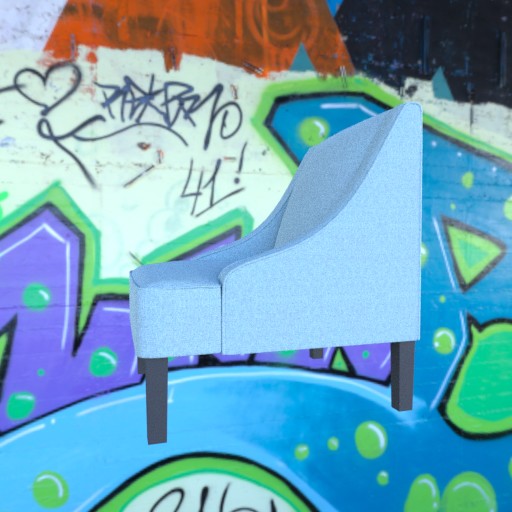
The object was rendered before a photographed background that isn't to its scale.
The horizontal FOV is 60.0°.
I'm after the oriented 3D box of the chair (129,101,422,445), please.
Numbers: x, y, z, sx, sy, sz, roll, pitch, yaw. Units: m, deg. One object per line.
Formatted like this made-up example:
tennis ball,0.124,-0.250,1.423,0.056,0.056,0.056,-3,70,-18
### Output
chair,0.000,0.000,1.876,1.025,1.133,0.857,-1,2,-17
